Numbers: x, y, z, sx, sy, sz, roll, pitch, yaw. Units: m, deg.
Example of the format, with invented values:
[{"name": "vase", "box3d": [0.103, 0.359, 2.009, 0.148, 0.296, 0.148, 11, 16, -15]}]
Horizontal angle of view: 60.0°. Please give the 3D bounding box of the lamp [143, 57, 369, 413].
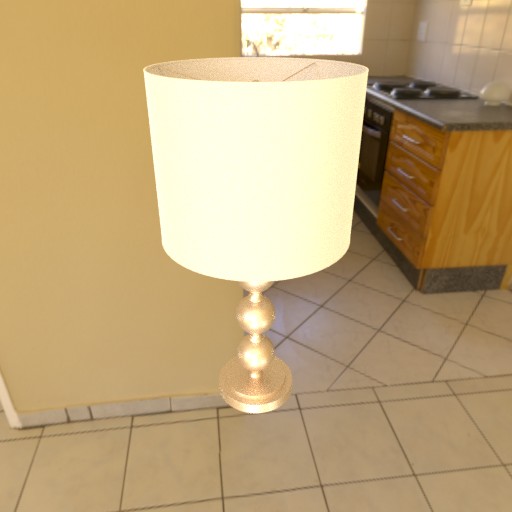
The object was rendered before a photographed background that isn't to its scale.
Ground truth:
[{"name": "lamp", "box3d": [0.000, 0.000, 0.682, 0.277, 0.538, 0.277, -8, 30, -15]}]
